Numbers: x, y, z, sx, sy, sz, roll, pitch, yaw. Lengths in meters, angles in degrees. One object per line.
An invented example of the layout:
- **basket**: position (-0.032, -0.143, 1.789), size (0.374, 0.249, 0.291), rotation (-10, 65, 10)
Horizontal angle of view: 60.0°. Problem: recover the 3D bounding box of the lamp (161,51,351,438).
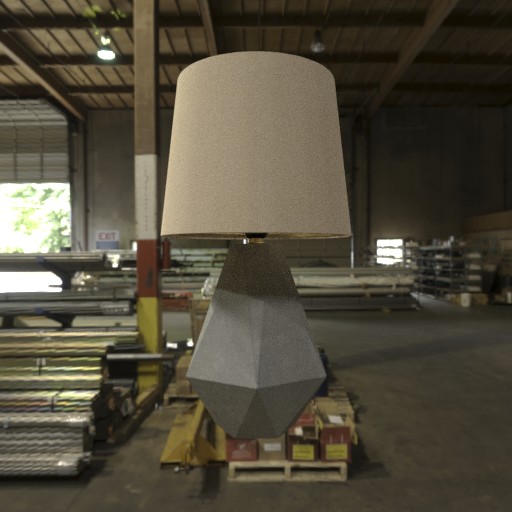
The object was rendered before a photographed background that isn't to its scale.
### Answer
- **lamp**: position (0.000, 0.000, 0.657), size (0.276, 0.501, 0.276), rotation (0, 0, 0)
